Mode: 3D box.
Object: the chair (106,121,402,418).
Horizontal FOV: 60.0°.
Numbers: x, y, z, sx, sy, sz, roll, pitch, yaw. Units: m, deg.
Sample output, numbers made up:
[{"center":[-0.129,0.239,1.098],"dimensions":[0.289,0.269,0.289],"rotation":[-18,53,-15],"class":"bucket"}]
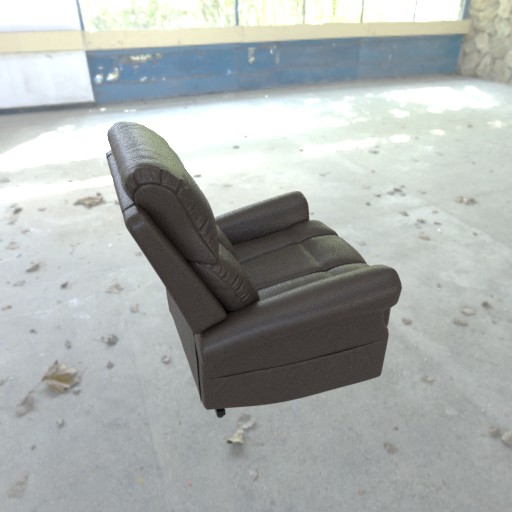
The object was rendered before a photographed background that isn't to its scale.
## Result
[{"center":[0.000,0.000,1.763],"dimensions":[0.978,1.028,0.869],"rotation":[-11,32,-18],"class":"chair"}]
